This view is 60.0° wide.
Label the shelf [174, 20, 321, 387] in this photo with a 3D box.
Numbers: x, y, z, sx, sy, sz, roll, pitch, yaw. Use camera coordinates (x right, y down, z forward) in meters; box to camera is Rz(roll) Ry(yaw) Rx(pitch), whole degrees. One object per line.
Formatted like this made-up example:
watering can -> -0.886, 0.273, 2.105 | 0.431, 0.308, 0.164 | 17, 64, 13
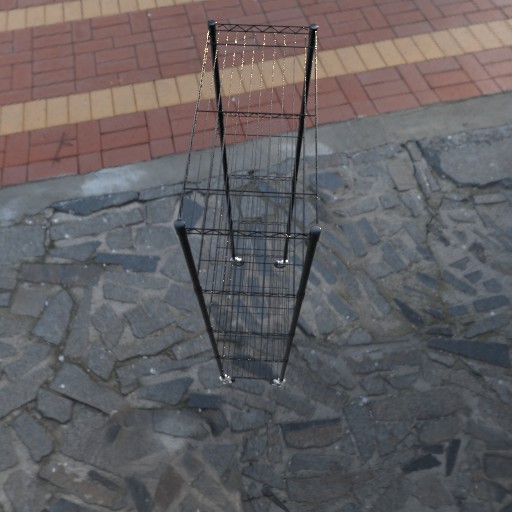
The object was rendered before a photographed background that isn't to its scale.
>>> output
shelf -> 0.000, 0.000, 1.902 | 0.356, 1.645, 0.762 | 3, 62, 1
